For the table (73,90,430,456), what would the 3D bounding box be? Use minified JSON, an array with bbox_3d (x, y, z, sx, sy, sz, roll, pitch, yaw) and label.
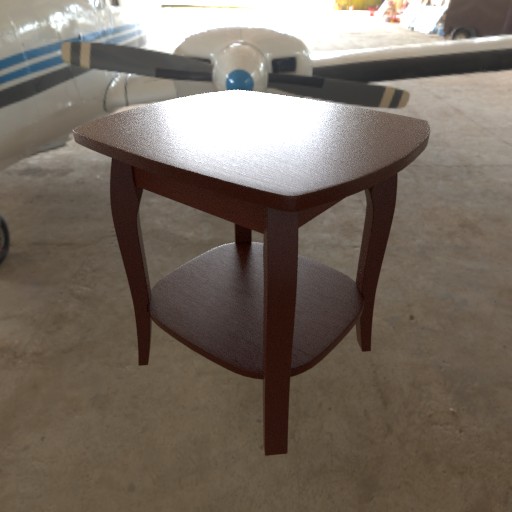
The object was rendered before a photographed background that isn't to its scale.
[{"bbox_3d":[0.000,0.000,0.845,0.502,0.496,0.433,22,38,32],"label":"table"}]
